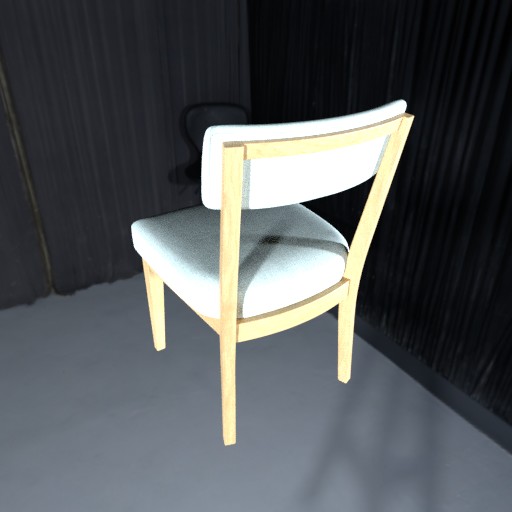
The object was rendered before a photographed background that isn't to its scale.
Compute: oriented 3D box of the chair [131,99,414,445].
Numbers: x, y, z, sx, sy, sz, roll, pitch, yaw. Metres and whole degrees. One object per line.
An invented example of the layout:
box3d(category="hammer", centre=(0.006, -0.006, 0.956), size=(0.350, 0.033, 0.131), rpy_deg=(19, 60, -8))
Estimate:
box3d(category="chair", centre=(0.000, 0.000, 1.201), size=(0.508, 0.832, 0.572), rpy_deg=(-18, 34, -28))
